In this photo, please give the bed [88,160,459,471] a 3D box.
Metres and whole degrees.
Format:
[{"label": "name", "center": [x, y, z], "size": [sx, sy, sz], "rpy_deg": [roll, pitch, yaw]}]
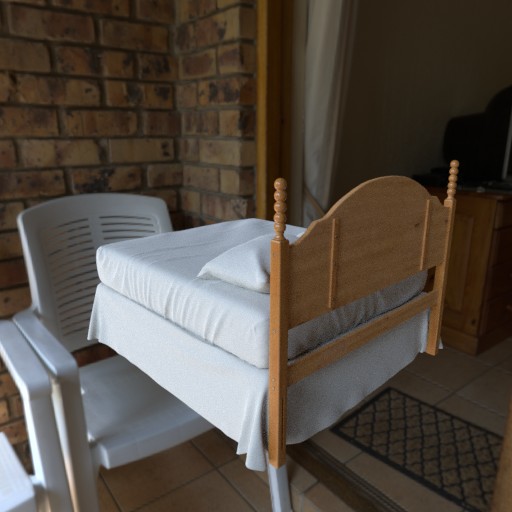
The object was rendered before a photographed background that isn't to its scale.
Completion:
[{"label": "bed", "center": [0.000, 0.000, 3.149], "size": [1.873, 1.356, 2.040], "rpy_deg": [-14, 21, -41]}]
